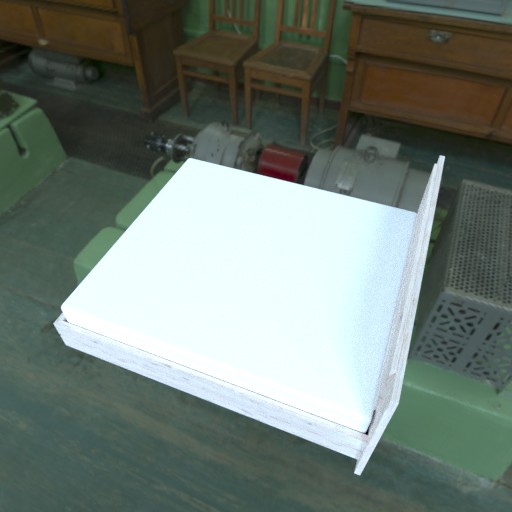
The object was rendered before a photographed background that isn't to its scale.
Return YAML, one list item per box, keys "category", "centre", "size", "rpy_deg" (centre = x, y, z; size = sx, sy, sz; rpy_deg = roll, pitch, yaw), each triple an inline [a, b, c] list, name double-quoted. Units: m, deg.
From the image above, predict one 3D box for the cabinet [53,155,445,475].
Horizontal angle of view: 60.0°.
- category: "cabinet"
  centre: [0.000, 0.000, 3.100]
  size: [2.080, 0.970, 1.950]
  rpy_deg: [16, 49, 15]
